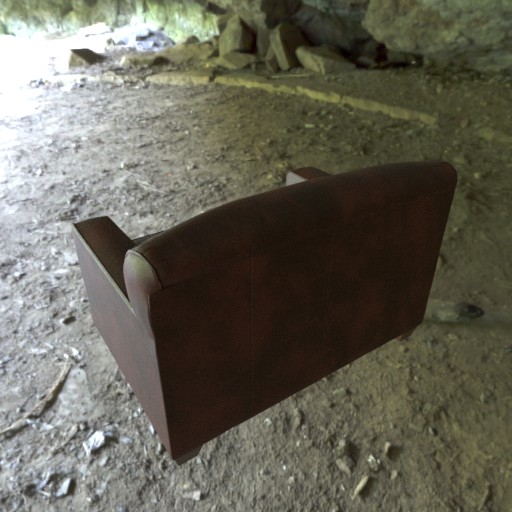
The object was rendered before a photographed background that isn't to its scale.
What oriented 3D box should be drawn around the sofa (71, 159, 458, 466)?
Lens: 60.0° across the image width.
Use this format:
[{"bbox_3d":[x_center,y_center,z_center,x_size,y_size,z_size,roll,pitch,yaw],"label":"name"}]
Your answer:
[{"bbox_3d":[0.000,0.000,2.036,1.413,0.956,1.000,-19,35,-29],"label":"sofa"}]
